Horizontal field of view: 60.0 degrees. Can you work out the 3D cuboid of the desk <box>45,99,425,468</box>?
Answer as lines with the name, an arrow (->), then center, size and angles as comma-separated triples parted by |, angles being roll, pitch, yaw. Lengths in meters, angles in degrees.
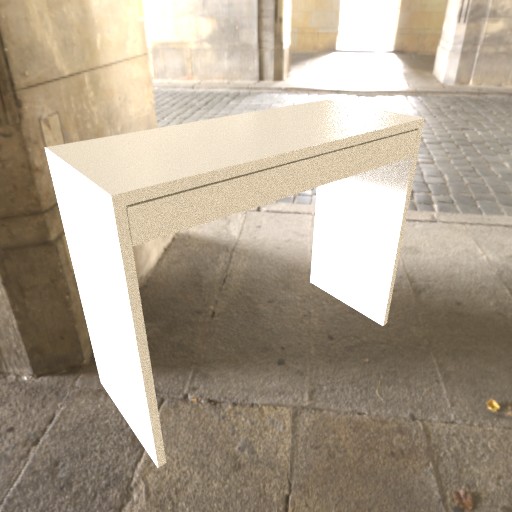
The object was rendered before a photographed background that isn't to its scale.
desk -> 0.000, 0.000, 1.414 | 1.000, 0.790, 0.400 | -22, 36, -33
